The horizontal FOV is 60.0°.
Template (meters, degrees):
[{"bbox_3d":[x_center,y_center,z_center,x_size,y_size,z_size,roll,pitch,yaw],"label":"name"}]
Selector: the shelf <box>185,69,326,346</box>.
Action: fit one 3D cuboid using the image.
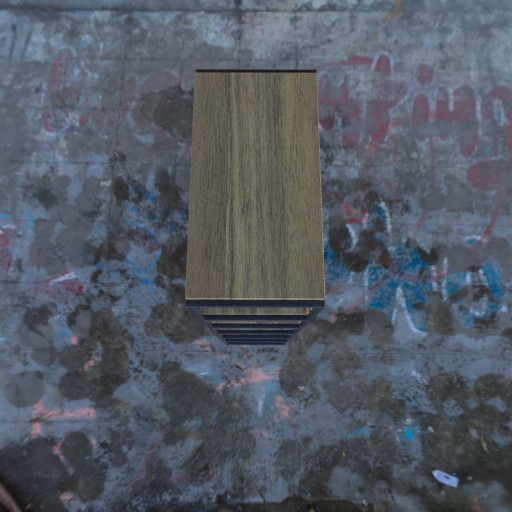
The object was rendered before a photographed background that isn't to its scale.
[{"bbox_3d":[0.000,0.000,2.426,0.431,2.015,0.847,0,75,0],"label":"shelf"}]
